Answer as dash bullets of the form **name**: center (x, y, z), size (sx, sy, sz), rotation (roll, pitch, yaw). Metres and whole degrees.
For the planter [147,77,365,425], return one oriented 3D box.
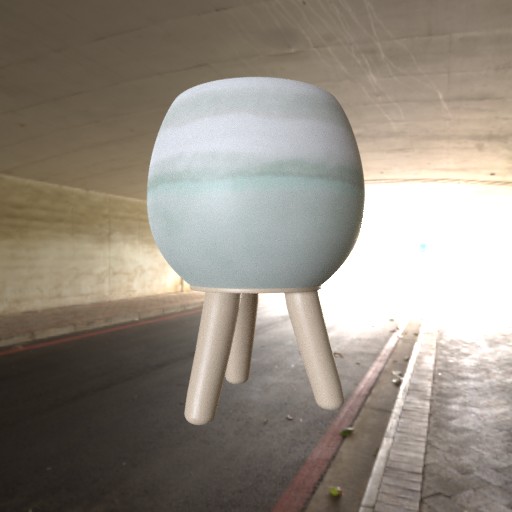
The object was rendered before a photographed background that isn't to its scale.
- **planter**: center (0.000, 0.000, 0.337), size (0.161, 0.224, 0.161), rotation (0, 0, 0)
